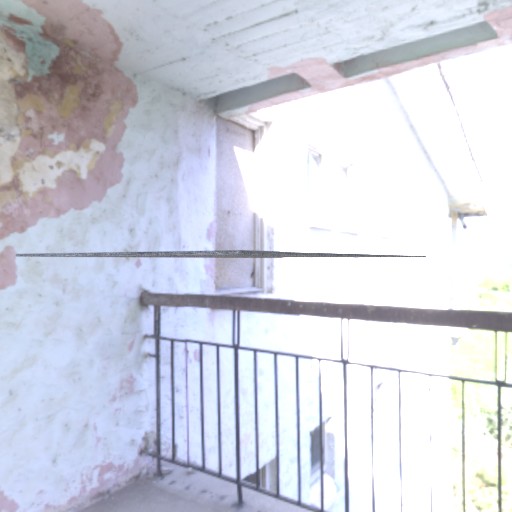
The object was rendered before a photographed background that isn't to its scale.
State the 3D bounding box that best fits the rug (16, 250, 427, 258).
[{"bbox_3d":[0.000,0.000,2.268,1.208,0.012,1.819,0,-1,36],"label":"rug"}]
